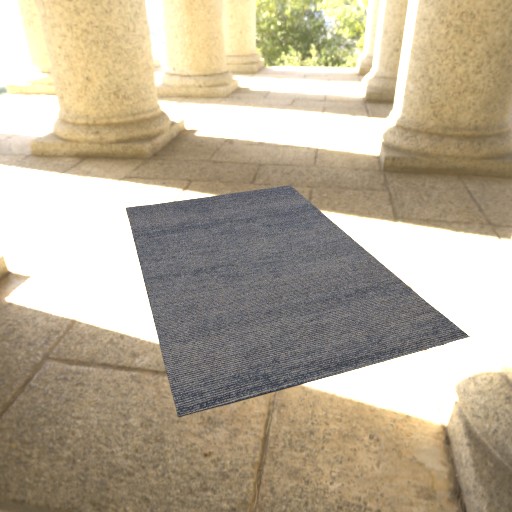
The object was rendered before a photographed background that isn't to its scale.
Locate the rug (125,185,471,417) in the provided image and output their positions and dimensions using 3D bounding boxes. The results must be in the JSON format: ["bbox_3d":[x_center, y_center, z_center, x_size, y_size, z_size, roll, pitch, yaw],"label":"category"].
[{"bbox_3d":[0.000,0.000,2.240,1.135,0.010,1.740,-10,31,-17],"label":"rug"}]
